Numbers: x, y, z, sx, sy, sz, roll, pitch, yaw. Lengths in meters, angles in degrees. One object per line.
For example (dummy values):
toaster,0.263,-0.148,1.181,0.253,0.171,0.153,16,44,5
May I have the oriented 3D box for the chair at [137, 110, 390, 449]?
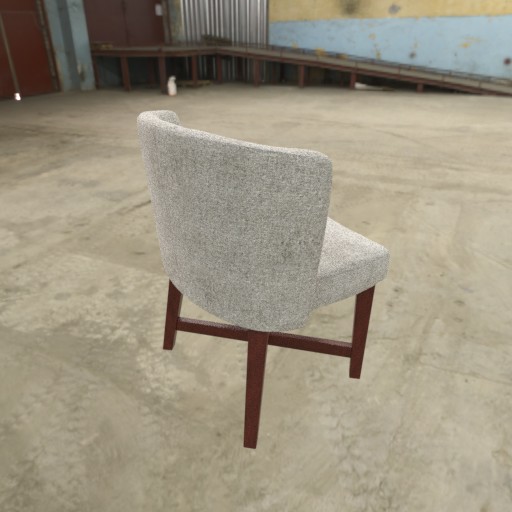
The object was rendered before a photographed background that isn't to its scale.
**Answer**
chair,0.000,0.000,1.329,0.575,0.827,0.728,-17,31,-31
